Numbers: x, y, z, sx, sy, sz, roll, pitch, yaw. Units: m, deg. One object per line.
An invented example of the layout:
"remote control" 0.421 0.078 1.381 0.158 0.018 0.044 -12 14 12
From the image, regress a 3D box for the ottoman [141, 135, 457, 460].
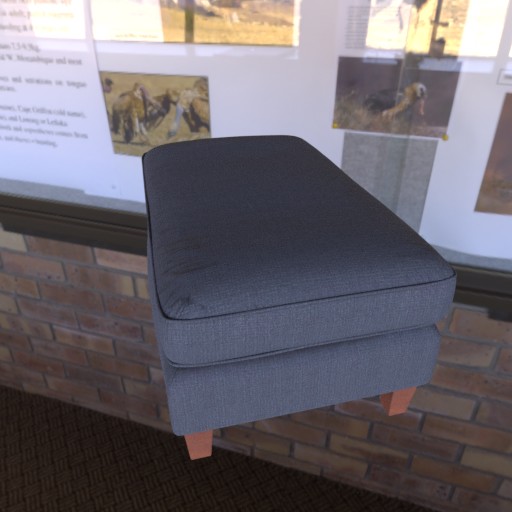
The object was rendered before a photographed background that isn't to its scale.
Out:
"ottoman" 0.000 0.000 1.176 0.570 0.438 0.885 -7 32 -12
